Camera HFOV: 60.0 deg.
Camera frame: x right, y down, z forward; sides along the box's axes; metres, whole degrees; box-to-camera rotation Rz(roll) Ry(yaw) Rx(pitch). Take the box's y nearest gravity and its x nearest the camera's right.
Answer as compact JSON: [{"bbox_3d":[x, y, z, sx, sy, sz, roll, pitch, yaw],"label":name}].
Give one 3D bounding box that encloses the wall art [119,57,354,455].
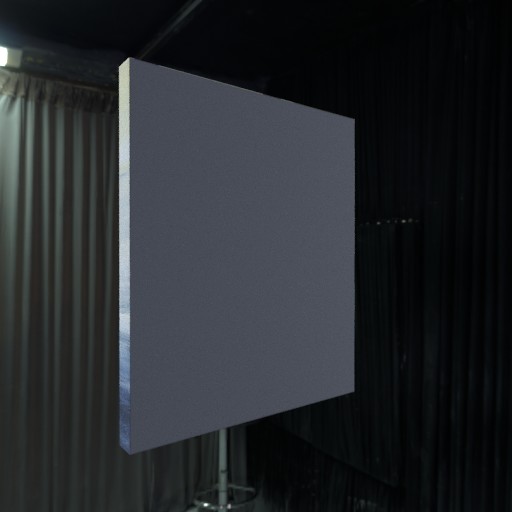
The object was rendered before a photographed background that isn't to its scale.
[{"bbox_3d":[0.000,0.000,0.715,0.435,0.511,0.037,0,0,-37],"label":"wall art"}]
